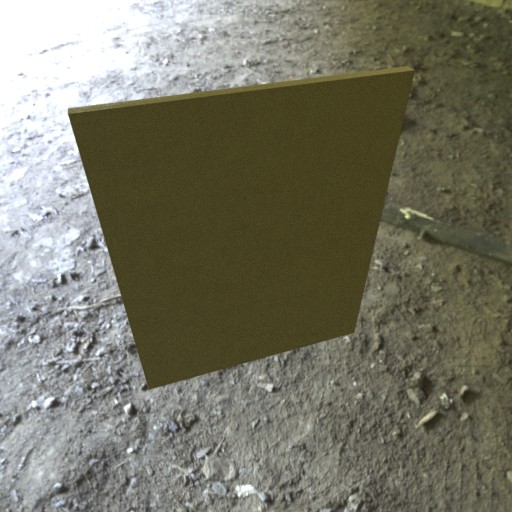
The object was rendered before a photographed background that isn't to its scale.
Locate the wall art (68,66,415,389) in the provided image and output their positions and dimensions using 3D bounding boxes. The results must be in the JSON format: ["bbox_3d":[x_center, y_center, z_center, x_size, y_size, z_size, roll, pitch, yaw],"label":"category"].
[{"bbox_3d":[0.000,0.000,1.318,0.798,1.002,0.030,-12,43,-14],"label":"wall art"}]
